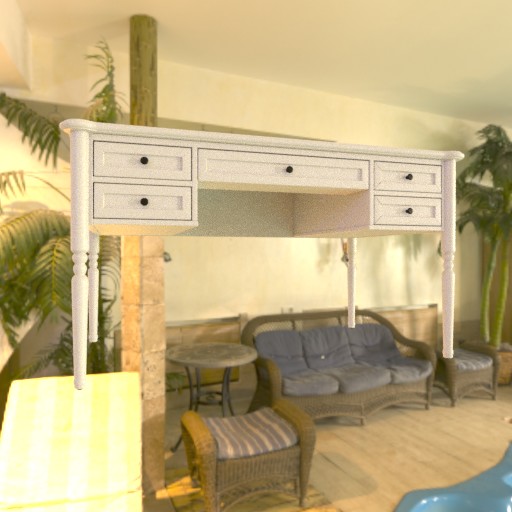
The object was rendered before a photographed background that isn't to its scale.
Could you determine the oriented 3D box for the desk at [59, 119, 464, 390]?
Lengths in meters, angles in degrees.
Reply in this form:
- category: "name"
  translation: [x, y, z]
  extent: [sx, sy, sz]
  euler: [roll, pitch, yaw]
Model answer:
- category: "desk"
  translation: [0.000, 0.000, 1.793]
  extent: [1.380, 0.762, 0.807]
  euler: [0, 0, -17]
